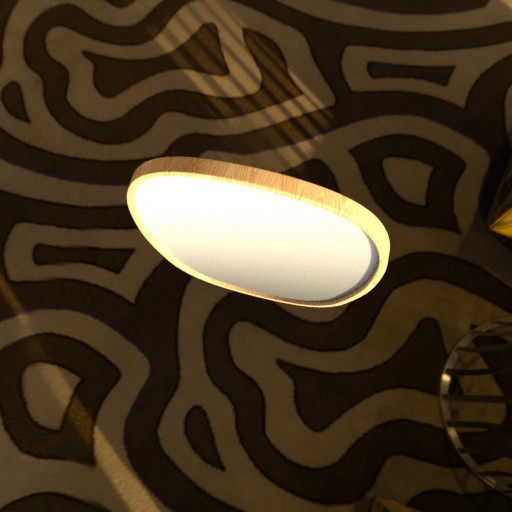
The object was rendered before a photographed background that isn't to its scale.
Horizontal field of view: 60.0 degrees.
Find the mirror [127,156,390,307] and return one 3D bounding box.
[{"bbox_3d":[0.000,0.000,1.365,0.724,1.075,0.037,14,74,4],"label":"mirror"}]
